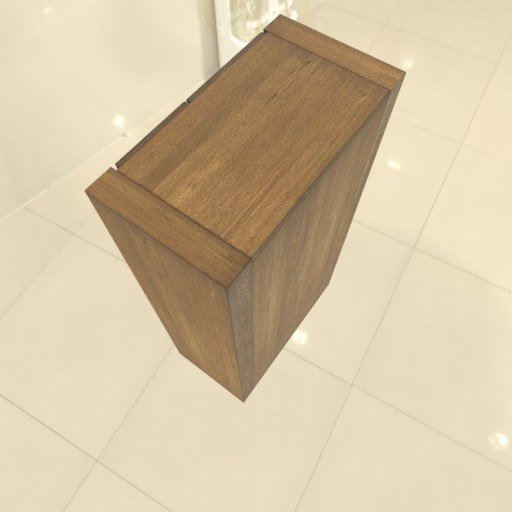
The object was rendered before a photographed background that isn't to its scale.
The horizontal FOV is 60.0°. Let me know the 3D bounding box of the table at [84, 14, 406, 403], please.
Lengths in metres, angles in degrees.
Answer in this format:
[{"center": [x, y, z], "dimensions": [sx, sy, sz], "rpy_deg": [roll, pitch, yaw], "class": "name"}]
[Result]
[{"center": [0.000, 0.000, 2.437], "dimensions": [0.600, 2.000, 1.100], "rpy_deg": [33, 68, 16], "class": "table"}]
